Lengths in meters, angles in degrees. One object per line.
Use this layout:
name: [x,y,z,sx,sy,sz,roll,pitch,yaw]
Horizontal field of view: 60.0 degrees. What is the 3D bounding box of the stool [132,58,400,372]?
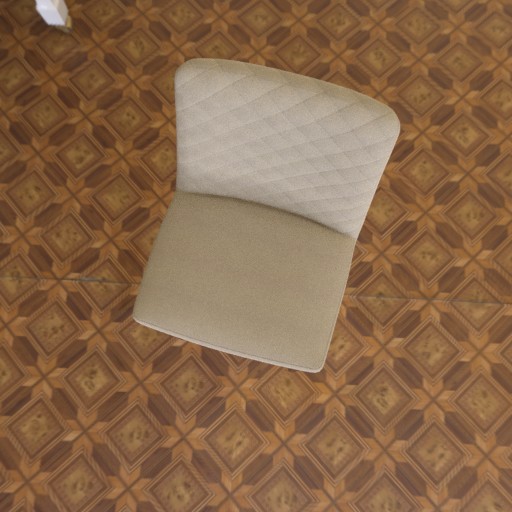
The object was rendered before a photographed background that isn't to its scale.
stool: [0.000,0.000,1.286,0.507,0.973,0.576,16,76,4]
